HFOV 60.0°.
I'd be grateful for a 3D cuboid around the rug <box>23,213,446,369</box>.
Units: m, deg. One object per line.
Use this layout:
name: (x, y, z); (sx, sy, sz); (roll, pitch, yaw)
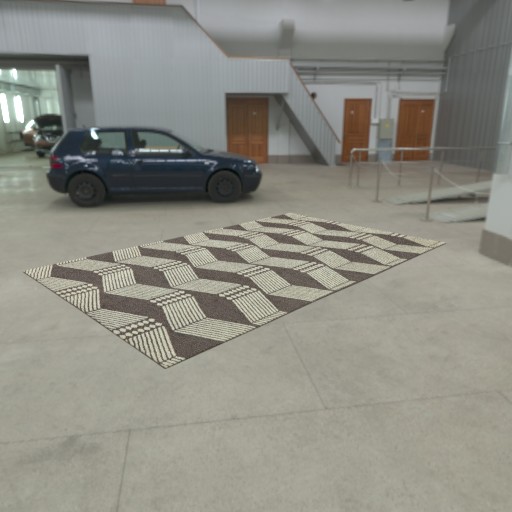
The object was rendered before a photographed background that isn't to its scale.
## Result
rug: (0.000, 0.000, 2.958); (2.435, 0.011, 1.517); (-16, 24, -42)
